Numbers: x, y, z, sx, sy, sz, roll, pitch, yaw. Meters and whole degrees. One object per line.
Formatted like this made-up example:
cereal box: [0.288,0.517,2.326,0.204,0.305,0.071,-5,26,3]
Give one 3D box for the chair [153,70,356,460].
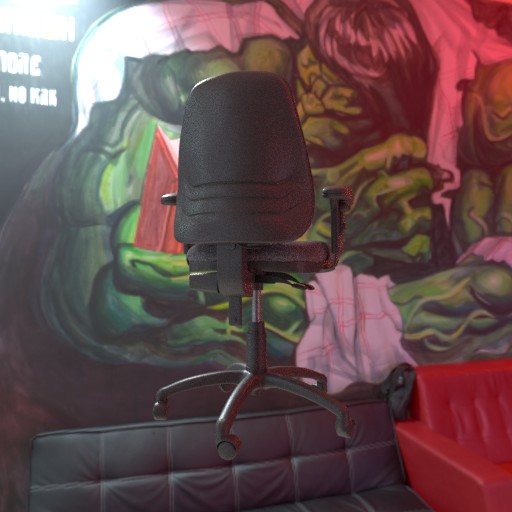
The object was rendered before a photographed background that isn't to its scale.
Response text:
chair: [0.000,0.000,1.241,0.550,0.910,0.530,0,0,17]
